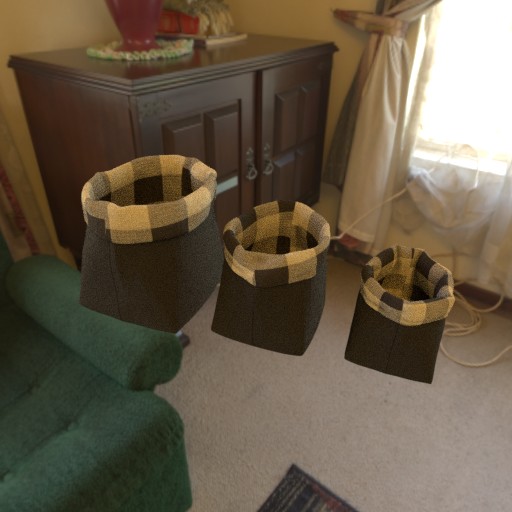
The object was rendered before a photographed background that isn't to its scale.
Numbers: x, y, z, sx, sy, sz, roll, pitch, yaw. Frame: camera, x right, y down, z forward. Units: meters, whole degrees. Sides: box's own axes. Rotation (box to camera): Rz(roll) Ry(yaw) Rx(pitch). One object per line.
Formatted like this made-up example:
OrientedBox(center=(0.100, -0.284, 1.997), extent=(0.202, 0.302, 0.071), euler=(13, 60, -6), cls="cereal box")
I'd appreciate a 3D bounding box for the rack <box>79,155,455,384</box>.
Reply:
OrientedBox(center=(0.000, 0.000, 1.076), extent=(0.889, 0.329, 0.370), euler=(12, 33, 18), cls="rack")
